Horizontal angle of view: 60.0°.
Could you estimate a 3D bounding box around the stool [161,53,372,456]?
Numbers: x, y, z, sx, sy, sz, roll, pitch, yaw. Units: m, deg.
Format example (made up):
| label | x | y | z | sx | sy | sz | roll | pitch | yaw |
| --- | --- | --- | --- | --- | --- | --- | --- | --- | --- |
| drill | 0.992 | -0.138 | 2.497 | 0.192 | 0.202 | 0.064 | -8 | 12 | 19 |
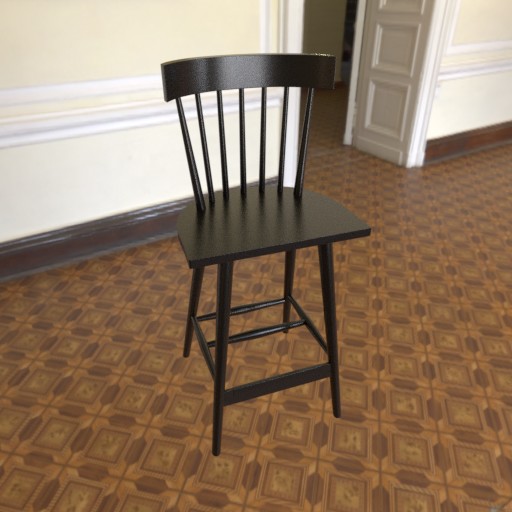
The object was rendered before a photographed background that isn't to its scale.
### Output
| label | x | y | z | sx | sy | sz | roll | pitch | yaw |
| --- | --- | --- | --- | --- | --- | --- | --- | --- | --- |
| stool | 0.000 | 0.000 | 1.344 | 0.482 | 1.092 | 0.483 | -10 | 33 | -17 |
